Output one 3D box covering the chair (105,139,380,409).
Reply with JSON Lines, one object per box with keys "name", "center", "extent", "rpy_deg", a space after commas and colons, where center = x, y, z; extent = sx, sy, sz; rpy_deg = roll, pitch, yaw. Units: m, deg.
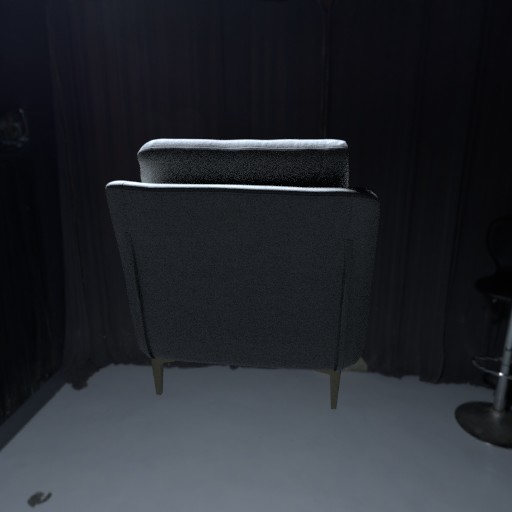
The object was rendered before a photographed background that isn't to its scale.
{"name": "chair", "center": [0.000, 0.000, 1.755], "extent": [0.986, 0.902, 0.961], "rpy_deg": [2, 16, 8]}
